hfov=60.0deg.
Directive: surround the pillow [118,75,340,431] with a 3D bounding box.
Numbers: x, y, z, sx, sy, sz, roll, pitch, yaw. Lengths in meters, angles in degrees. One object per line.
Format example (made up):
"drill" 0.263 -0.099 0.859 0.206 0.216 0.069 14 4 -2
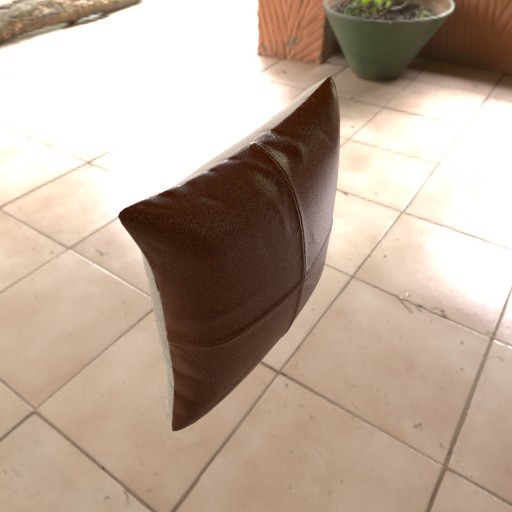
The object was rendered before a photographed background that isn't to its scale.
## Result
"pillow" 0.000 0.000 0.776 0.192 0.477 0.501 24 47 25
